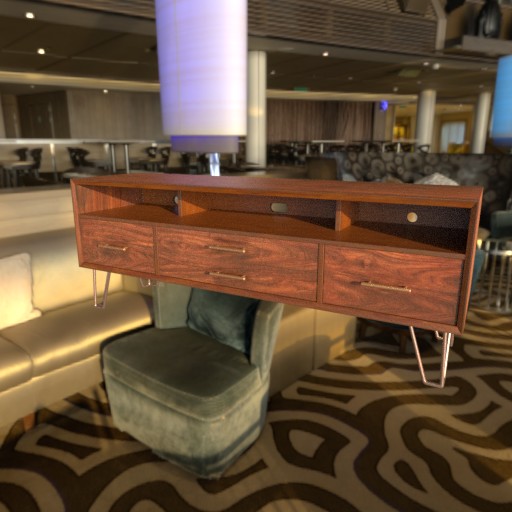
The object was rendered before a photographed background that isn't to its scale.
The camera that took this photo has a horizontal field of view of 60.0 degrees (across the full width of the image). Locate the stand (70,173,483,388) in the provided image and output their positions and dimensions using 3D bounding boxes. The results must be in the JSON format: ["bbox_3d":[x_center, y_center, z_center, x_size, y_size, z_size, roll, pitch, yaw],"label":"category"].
[{"bbox_3d":[0.000,0.000,1.856,1.626,0.610,0.481,7,16,27],"label":"stand"}]
